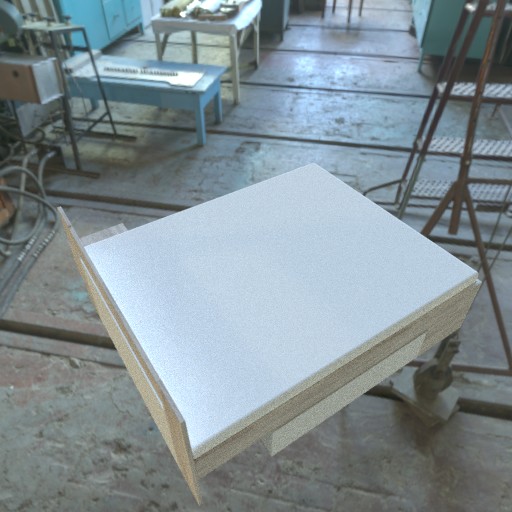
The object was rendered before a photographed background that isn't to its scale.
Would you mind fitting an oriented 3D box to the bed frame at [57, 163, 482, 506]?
[{"bbox_3d":[0.000,0.000,3.006,2.050,0.860,2.040,-24,47,-24],"label":"bed frame"}]
